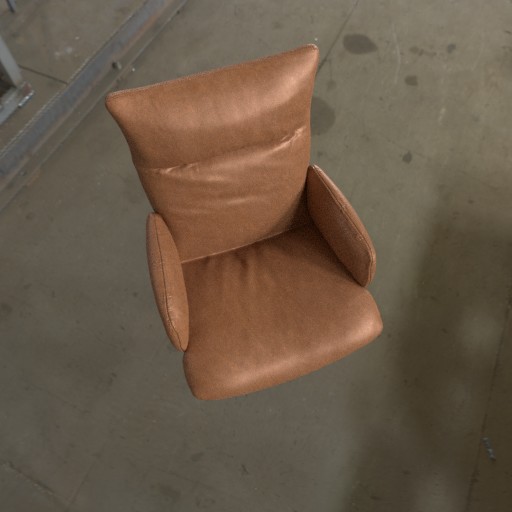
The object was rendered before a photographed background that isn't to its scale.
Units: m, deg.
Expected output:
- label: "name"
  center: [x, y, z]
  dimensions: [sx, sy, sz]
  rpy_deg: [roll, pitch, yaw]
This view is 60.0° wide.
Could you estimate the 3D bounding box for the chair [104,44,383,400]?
- label: "chair"
  center: [0.000, 0.000, 1.511]
  dimensions: [0.711, 1.027, 0.794]
  rpy_deg: [-18, 64, -9]
